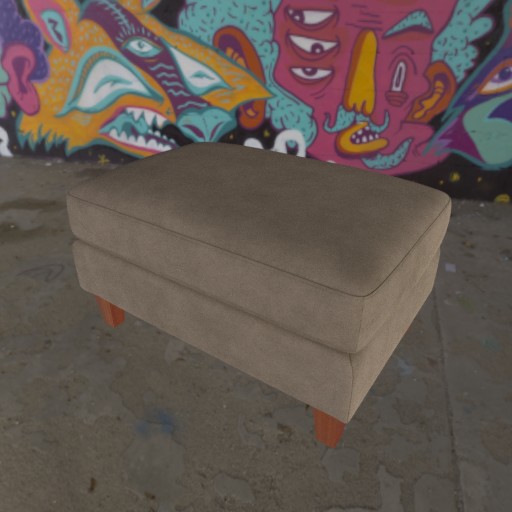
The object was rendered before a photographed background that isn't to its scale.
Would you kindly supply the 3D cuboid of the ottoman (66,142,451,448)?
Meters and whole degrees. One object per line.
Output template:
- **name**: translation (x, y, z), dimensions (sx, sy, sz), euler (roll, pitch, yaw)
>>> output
- **ottoman**: translation (0.000, 0.000, 1.222), dimensions (0.864, 0.483, 0.584), euler (19, 35, 30)
